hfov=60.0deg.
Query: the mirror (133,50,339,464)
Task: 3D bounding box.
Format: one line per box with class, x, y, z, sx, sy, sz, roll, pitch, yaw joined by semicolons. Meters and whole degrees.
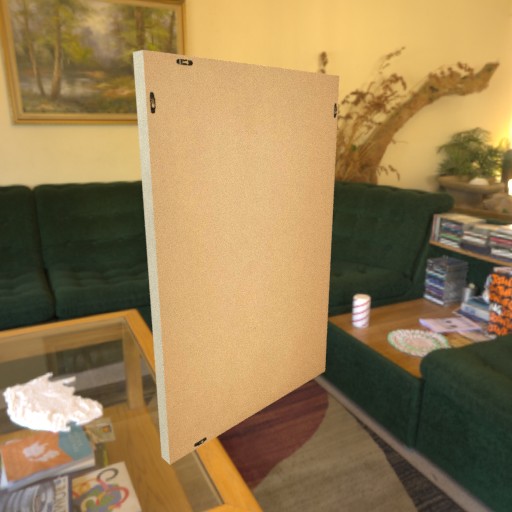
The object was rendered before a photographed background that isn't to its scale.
mirror;0.000;0.000;1.152;0.609;0.915;0.041;-15;22;-42
